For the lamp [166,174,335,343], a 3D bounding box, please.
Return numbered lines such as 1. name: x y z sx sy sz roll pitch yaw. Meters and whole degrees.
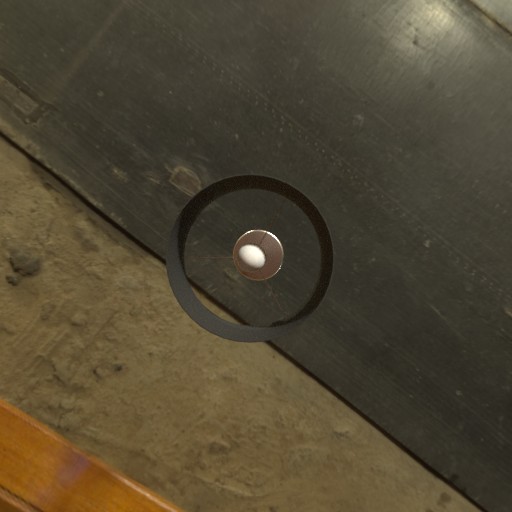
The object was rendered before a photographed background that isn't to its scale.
1. lamp: 0.000 0.000 1.634 0.348 1.443 0.348 0 90 1
